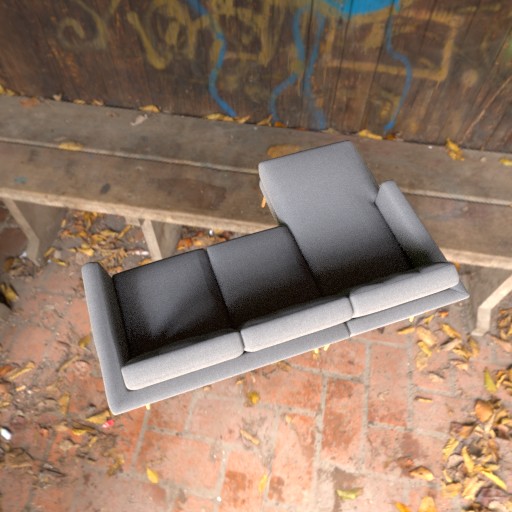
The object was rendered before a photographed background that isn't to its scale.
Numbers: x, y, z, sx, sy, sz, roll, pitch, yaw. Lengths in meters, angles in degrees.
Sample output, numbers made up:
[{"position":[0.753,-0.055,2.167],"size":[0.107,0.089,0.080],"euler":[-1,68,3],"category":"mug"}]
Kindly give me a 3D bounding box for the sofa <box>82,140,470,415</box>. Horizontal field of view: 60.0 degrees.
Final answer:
[{"position":[0.000,0.000,2.846],"size":[2.040,0.860,1.530],"euler":[-16,59,-10],"category":"sofa"}]
